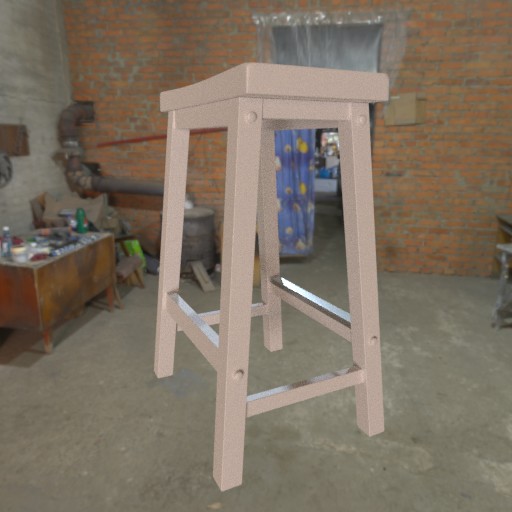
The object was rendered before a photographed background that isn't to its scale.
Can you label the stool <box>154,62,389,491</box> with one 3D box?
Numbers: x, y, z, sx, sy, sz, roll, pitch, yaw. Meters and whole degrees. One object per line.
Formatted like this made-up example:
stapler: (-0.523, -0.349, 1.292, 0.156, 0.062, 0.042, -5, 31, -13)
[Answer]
stool: (0.000, 0.000, 0.839, 0.322, 0.610, 0.406, -7, 16, -26)
